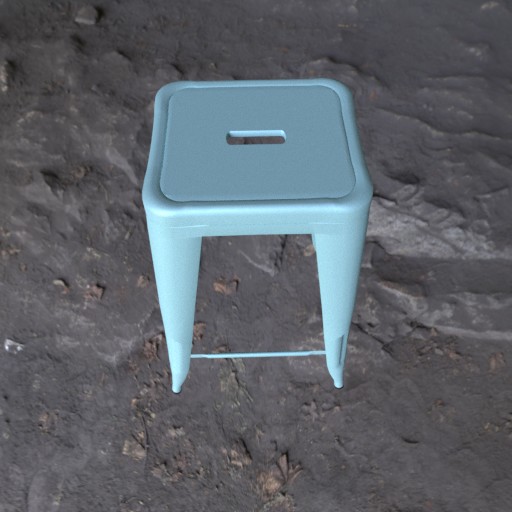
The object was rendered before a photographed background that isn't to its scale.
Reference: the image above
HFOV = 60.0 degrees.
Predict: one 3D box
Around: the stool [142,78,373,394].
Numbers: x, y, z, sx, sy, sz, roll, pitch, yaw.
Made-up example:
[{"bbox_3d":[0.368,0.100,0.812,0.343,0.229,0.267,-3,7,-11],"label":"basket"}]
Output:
[{"bbox_3d":[0.000,0.000,0.858,0.399,0.609,0.359,-2,58,-1],"label":"stool"}]
